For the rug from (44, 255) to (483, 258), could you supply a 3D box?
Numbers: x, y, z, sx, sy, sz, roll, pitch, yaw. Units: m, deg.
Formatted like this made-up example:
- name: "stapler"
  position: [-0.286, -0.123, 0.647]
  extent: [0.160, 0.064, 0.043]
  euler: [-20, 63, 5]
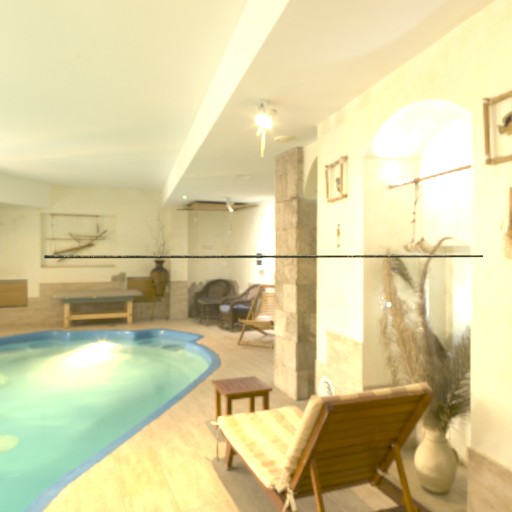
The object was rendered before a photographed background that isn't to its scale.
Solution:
- name: "rug"
  position: [0.000, 0.000, 3.054]
  extent: [2.449, 0.015, 1.530]
  euler: [0, 0, -17]
